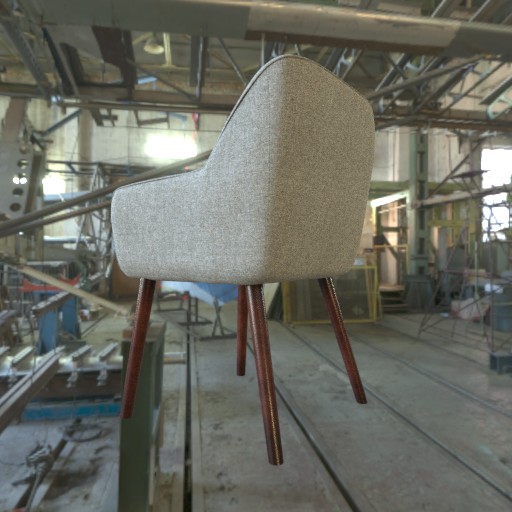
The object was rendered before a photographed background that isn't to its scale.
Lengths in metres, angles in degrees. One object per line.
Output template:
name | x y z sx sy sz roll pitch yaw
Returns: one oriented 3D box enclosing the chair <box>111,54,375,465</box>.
chair | 0.000 0.000 1.159 0.519 0.803 0.543 0 1 36
